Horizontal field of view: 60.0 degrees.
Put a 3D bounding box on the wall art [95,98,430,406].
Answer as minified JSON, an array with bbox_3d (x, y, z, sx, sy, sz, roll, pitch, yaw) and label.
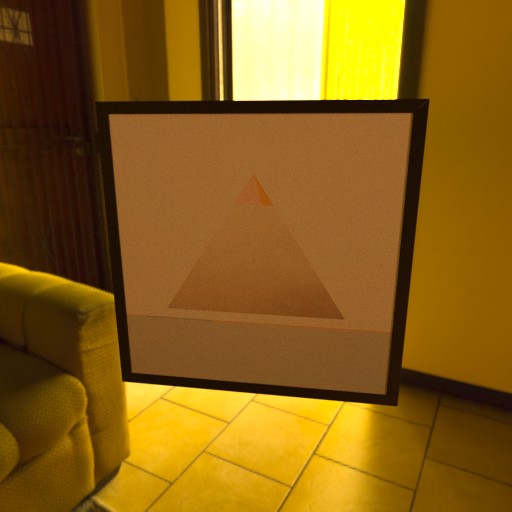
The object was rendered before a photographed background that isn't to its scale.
[{"bbox_3d":[0.000,0.000,0.459,0.304,0.303,0.037,3,17,8],"label":"wall art"}]
